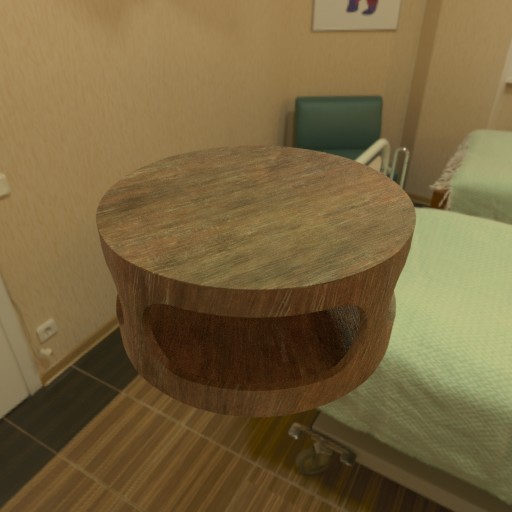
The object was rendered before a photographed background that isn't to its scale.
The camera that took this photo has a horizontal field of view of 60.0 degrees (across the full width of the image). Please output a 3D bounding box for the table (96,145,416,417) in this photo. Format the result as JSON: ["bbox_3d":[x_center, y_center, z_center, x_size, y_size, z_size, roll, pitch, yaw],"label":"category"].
[{"bbox_3d":[0.000,0.000,1.531,0.974,0.450,0.974,0,33,0],"label":"table"}]
